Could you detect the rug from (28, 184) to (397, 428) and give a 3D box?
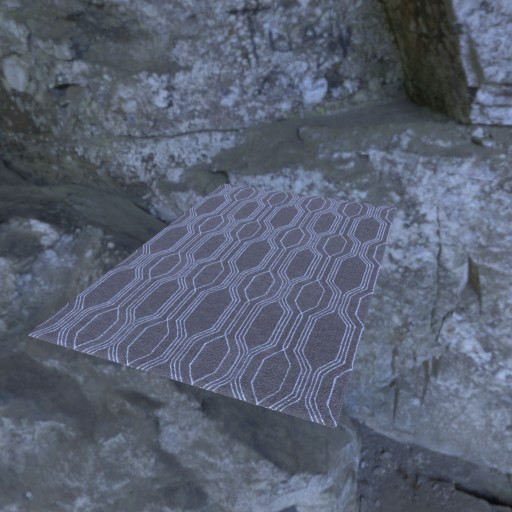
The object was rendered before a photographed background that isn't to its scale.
[{"bbox_3d":[0.000,0.000,2.307,1.239,0.012,1.836,11,31,18],"label":"rug"}]
